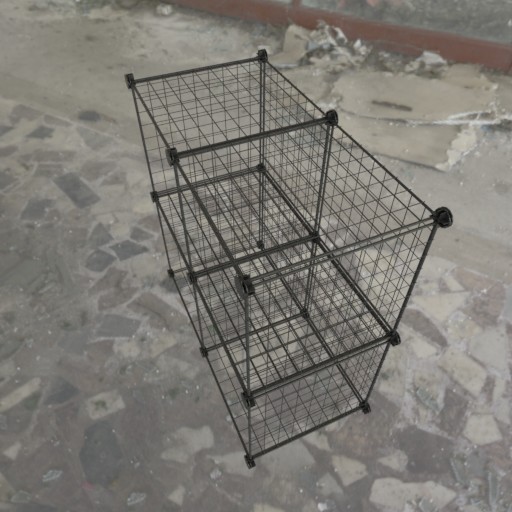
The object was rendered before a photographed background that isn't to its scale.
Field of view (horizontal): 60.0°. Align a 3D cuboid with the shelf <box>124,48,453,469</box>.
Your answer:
[{"bbox_3d":[0.000,0.000,1.113,0.356,0.711,0.711,-18,49,-16],"label":"shelf"}]
